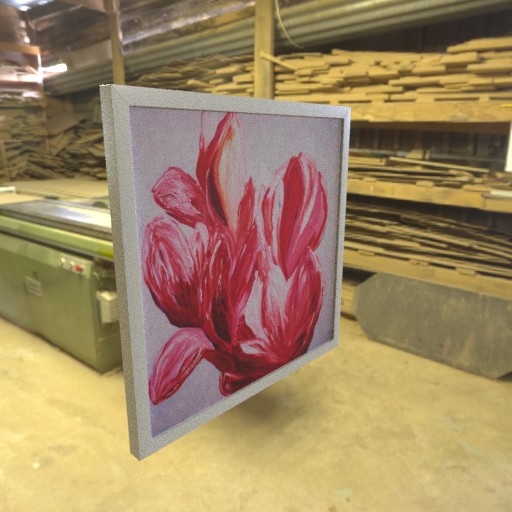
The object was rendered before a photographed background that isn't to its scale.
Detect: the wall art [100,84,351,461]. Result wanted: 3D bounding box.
[{"bbox_3d":[0.000,0.000,0.677,0.023,0.453,0.455,14,20,42],"label":"wall art"}]
